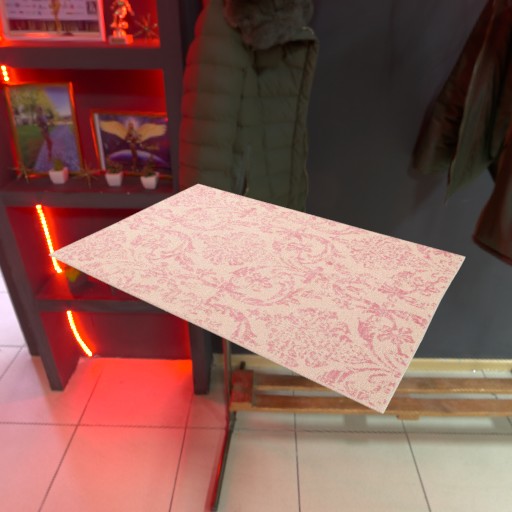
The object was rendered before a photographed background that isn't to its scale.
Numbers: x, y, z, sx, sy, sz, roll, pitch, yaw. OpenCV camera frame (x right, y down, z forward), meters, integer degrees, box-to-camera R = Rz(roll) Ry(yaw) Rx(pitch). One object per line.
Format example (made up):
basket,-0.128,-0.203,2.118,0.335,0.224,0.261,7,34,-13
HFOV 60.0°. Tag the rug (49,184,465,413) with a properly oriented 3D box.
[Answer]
rug,0.000,0.000,2.343,1.839,0.012,1.219,19,36,29
